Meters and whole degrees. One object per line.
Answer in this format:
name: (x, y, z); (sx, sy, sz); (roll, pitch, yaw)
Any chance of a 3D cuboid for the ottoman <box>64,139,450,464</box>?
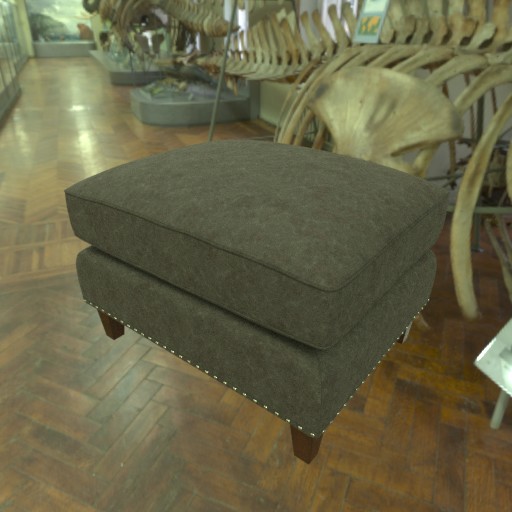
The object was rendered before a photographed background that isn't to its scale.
ottoman: (0.000, 0.000, 1.126); (0.741, 0.513, 0.584); (20, 34, 33)
